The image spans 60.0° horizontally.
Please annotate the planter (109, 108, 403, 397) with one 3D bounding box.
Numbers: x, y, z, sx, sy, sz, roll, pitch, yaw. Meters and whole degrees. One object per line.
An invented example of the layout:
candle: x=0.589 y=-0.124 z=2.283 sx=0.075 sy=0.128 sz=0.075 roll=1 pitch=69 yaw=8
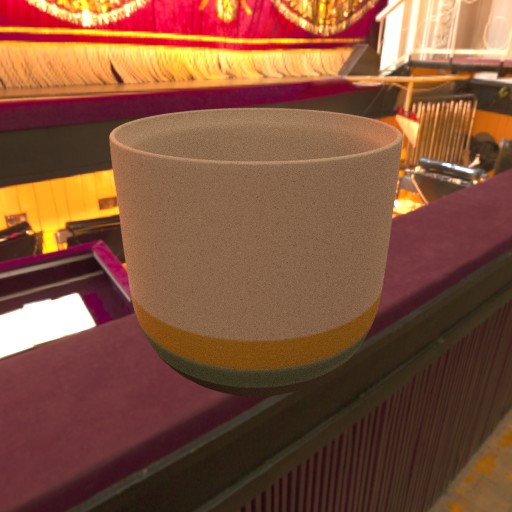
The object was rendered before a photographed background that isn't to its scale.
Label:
planter: x=0.000 y=0.000 z=0.477 sx=0.268 sy=0.270 sz=0.268 roll=0 pitch=26 yaw=0
